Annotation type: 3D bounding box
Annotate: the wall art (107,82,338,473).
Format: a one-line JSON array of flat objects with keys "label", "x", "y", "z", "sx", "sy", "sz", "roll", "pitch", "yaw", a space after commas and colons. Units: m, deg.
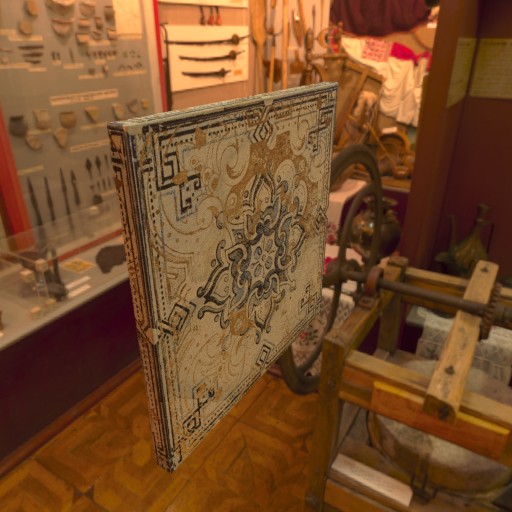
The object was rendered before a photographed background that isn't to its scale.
[{"label": "wall art", "x": 0.000, "y": 0.000, "z": 0.891, "sx": 0.036, "sy": 0.607, "sz": 0.609, "roll": 16, "pitch": 31, "yaw": 29}]
